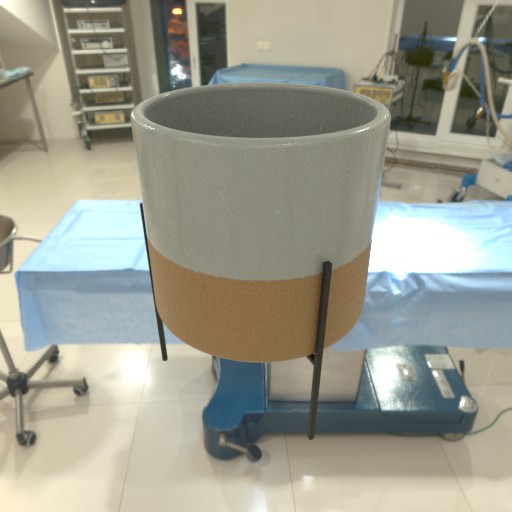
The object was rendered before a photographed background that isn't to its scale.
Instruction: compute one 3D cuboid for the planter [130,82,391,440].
[{"bbox_3d":[0.000,0.000,0.723,0.360,0.480,0.348,2,31,3],"label":"planter"}]
